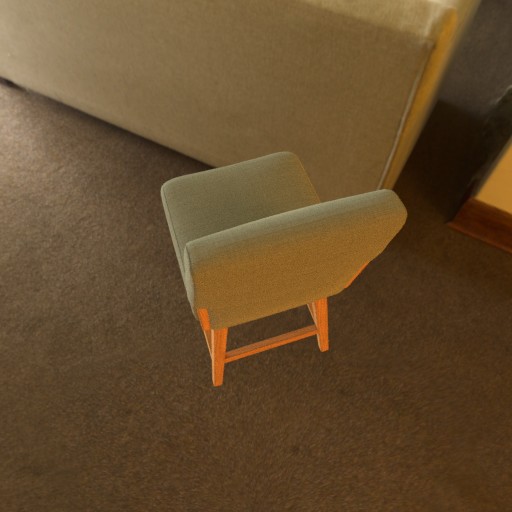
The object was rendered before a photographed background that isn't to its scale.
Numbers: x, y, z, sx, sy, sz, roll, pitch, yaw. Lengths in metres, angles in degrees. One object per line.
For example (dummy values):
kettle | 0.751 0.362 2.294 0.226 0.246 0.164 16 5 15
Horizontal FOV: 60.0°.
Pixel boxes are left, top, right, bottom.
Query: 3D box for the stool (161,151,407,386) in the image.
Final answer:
stool | 0.000 0.000 1.341 0.459 1.019 0.570 -16 61 -9
